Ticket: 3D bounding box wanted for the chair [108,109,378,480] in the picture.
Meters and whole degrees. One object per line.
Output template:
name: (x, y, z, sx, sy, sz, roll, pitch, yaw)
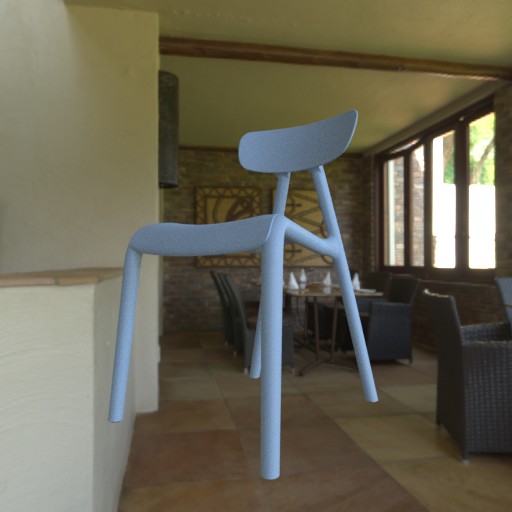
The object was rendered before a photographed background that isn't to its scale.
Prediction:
chair: (0.000, 0.000, 0.829, 0.356, 0.580, 0.401, -1, -1, 37)
